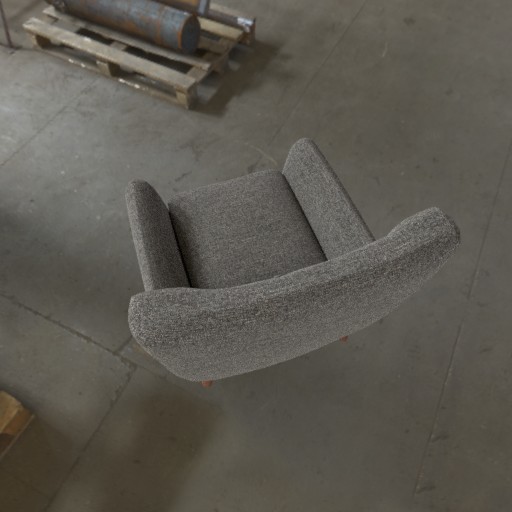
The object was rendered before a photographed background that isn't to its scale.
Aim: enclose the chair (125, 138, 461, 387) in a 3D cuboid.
[{"bbox_3d":[0.000,0.000,1.705,0.889,1.039,0.940,-16,59,-10],"label":"chair"}]
